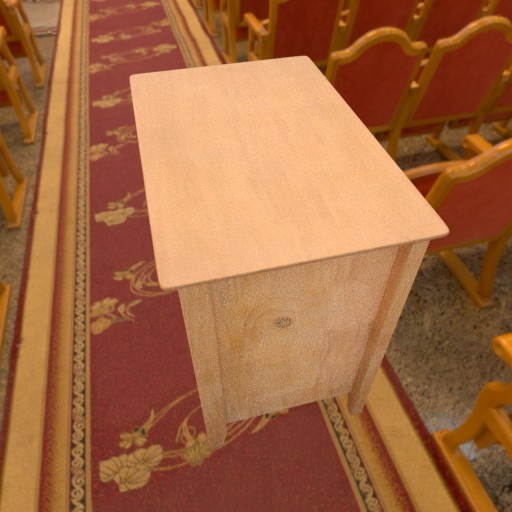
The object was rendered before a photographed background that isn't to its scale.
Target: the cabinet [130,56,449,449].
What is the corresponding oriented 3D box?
[{"bbox_3d":[0.000,0.000,1.249,0.503,0.762,0.763,-11,47,-10],"label":"cabinet"}]
